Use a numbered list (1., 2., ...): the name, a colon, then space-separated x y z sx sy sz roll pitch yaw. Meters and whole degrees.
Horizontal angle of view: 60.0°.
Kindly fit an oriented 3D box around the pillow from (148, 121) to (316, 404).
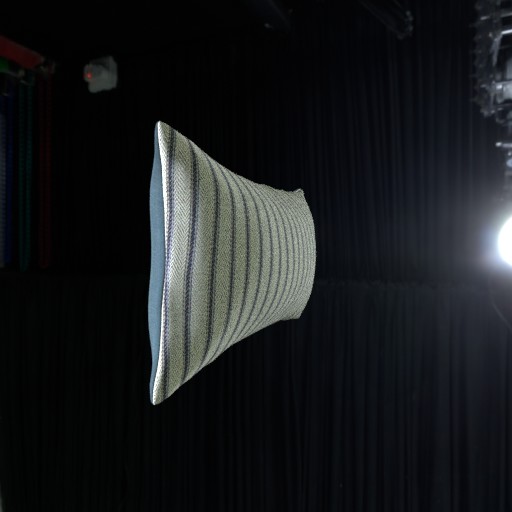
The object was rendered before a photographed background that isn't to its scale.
1. pillow: 0.000 0.000 0.741 0.151 0.305 0.609 0 1 20
